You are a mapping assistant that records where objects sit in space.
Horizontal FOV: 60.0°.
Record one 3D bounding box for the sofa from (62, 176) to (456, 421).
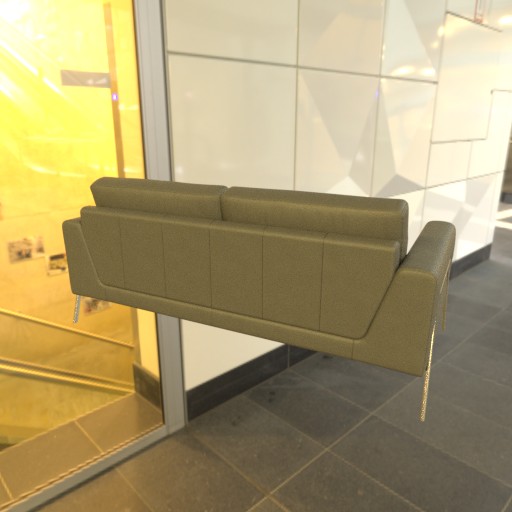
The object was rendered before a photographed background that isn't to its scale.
[{"bbox_3d":[0.000,0.000,2.514,2.017,0.875,0.953,9,19,26],"label":"sofa"}]
